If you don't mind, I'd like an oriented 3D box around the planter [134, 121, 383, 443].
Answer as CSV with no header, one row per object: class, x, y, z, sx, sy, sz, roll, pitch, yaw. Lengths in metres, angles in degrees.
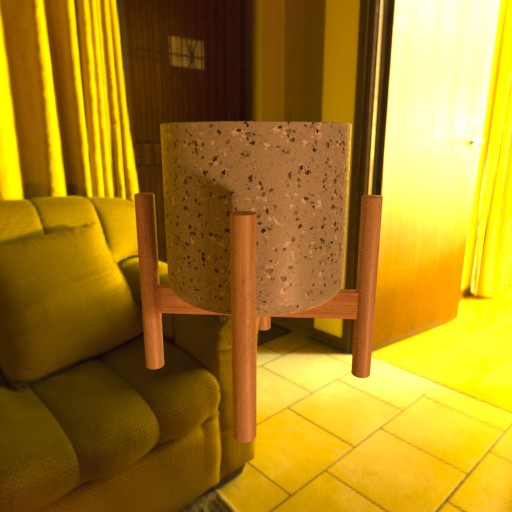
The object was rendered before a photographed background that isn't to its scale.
planter,0.000,0.000,0.565,0.284,0.320,0.284,7,16,26
